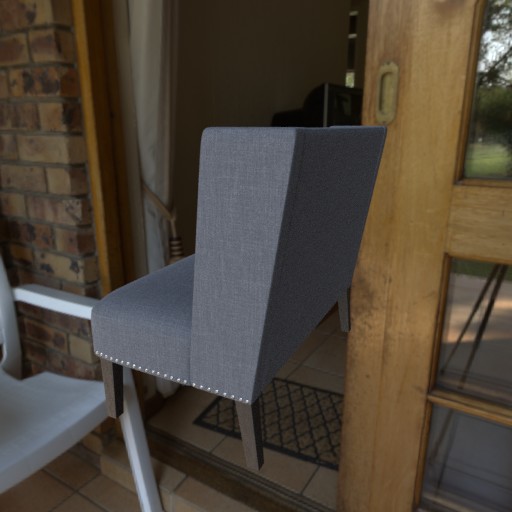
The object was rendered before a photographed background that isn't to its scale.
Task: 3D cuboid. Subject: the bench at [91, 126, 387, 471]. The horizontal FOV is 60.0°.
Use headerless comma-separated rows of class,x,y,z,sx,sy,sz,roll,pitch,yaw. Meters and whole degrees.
bench,0.000,0.000,1.996,0.842,1.121,1.276,8,18,25
